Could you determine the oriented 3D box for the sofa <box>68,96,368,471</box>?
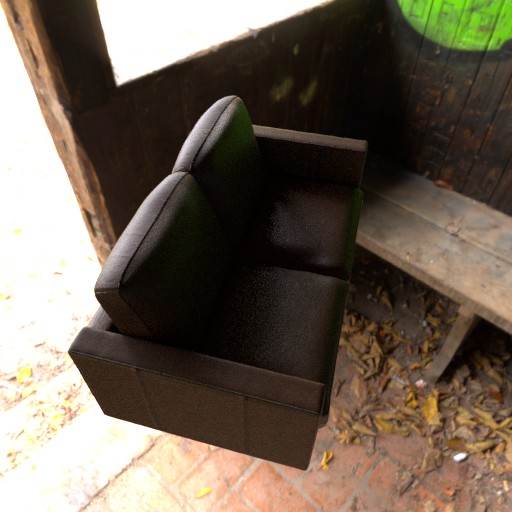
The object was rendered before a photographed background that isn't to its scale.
[{"bbox_3d":[0.000,0.000,2.094,0.909,0.951,1.578,11,48,10],"label":"sofa"}]
